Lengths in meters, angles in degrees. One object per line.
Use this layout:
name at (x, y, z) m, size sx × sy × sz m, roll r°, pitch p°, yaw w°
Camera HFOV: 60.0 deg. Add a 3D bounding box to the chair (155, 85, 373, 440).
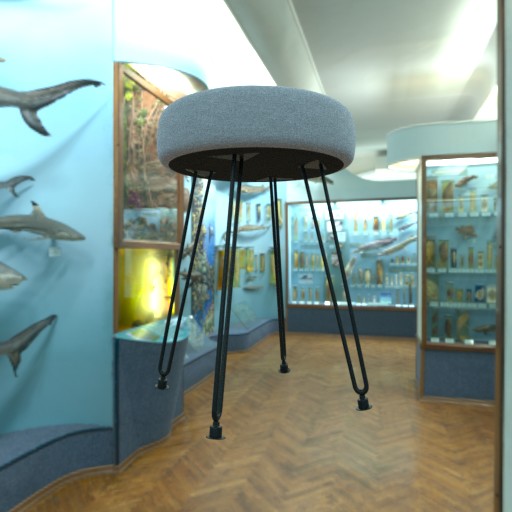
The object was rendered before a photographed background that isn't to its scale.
chair at (0.000, 0.000, 0.686) m, size 0.350 × 0.440 × 0.350 m, roll 0°, pitch 0°, yaw 18°
